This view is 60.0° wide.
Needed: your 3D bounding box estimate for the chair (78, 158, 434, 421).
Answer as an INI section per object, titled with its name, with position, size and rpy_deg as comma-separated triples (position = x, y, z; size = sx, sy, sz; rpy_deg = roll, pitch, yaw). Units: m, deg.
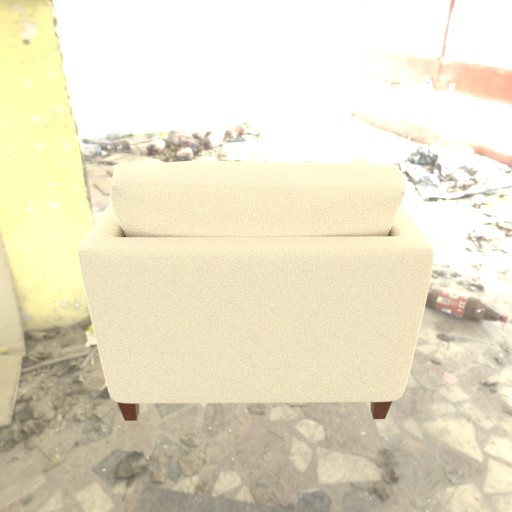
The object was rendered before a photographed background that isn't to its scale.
[chair]
position = 0.000, 0.000, 1.703
size = 1.019, 0.885, 0.878
rpy_deg = 0, 29, 0
